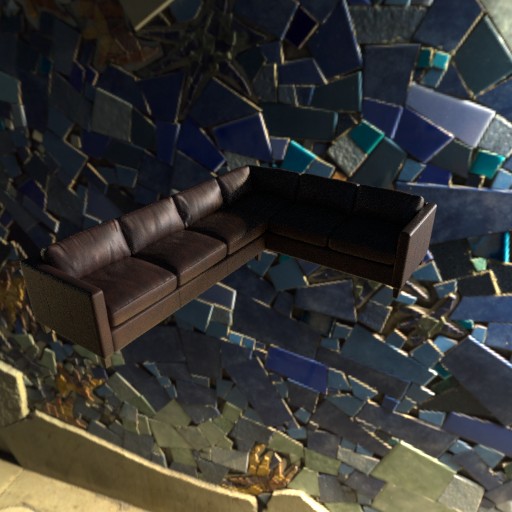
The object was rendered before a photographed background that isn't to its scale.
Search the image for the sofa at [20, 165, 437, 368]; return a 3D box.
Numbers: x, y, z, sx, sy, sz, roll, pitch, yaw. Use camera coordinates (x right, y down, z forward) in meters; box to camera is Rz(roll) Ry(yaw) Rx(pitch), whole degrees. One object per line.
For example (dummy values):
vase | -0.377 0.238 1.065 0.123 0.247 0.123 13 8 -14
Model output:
sofa | 0.000 0.000 4.192 2.438 0.836 3.152 17 32 30
